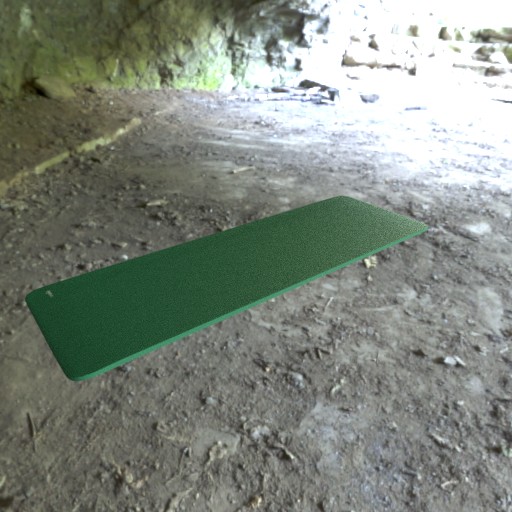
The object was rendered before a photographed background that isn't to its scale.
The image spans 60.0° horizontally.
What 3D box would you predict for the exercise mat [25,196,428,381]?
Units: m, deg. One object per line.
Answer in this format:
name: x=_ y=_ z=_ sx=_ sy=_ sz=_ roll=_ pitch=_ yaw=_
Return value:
exercise mat: x=0.000 y=0.000 z=2.035 sx=1.869 sy=0.021 sz=0.616 roll=-20 pitch=34 yaw=-33
